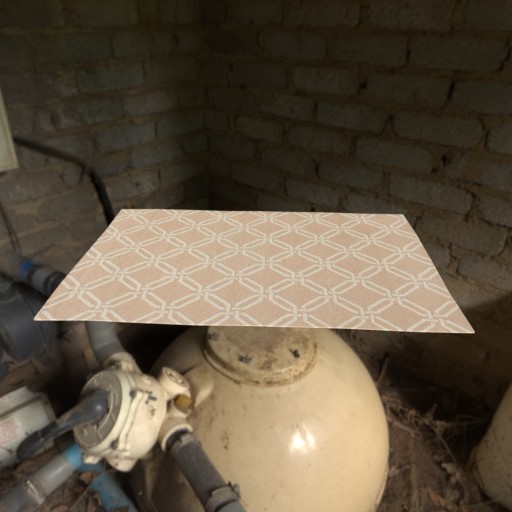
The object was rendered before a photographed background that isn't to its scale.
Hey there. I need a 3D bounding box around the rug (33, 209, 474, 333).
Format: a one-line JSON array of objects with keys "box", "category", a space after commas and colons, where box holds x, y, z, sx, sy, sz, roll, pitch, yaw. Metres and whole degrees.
[{"box": [0.000, 0.000, 2.231, 1.745, 0.010, 1.146, 1, 29, 2], "category": "rug"}]
